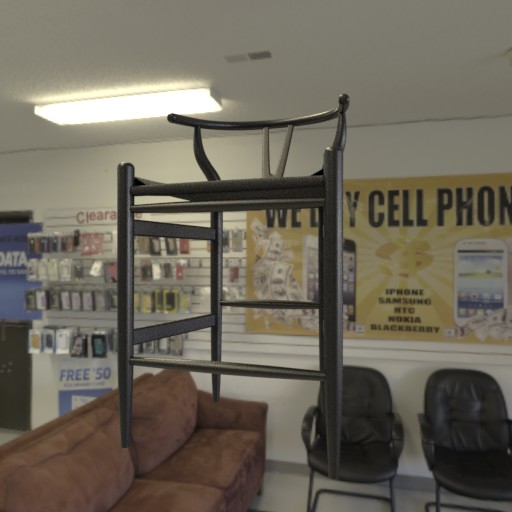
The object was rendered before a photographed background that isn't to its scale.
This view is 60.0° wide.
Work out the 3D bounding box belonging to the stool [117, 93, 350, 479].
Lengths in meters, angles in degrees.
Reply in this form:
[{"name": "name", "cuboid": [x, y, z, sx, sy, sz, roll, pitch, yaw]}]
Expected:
[{"name": "stool", "cuboid": [0.000, 0.000, 1.306, 0.569, 0.970, 0.579, 0, 0, 18]}]
